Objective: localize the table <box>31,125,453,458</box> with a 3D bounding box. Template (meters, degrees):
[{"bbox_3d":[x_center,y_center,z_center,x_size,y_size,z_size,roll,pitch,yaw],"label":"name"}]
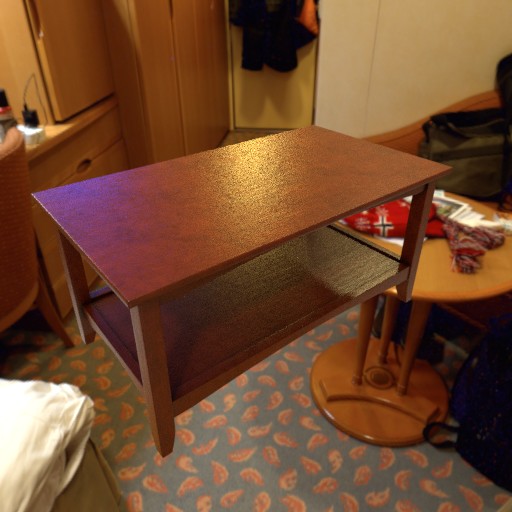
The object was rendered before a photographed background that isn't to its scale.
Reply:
[{"bbox_3d":[0.000,0.000,1.243,0.943,0.456,0.533,-23,39,-32],"label":"table"}]
